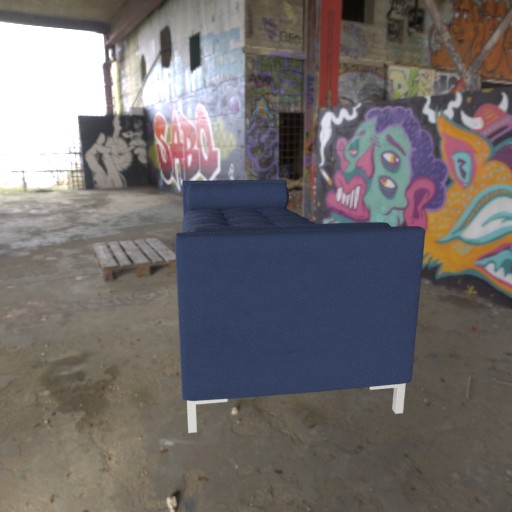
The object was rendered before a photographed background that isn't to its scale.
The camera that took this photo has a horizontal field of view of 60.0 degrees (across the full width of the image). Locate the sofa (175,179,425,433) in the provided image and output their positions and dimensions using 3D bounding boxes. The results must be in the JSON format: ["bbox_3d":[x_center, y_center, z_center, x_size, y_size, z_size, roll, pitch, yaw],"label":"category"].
[{"bbox_3d":[0.000,0.000,2.387,0.797,0.657,2.102,-2,14,-8],"label":"sofa"}]
